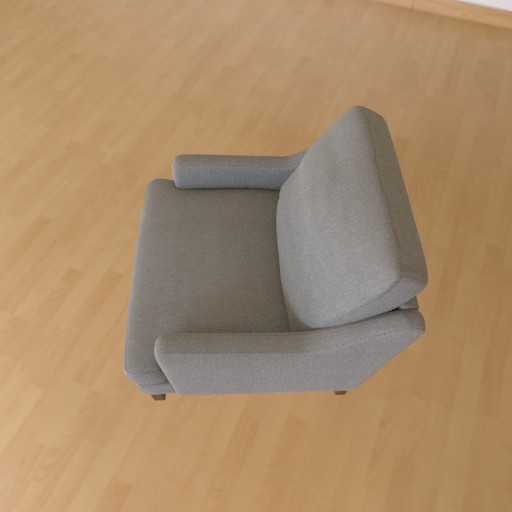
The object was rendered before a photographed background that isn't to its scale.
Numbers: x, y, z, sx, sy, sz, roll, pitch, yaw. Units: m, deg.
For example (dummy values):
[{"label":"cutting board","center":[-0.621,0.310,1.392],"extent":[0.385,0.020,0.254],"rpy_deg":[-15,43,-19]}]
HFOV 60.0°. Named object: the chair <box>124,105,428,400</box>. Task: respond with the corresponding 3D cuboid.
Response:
[{"label":"chair","center":[0.000,0.000,1.578],"extent":[0.892,0.821,0.826],"rpy_deg":[-1,58,-1]}]
